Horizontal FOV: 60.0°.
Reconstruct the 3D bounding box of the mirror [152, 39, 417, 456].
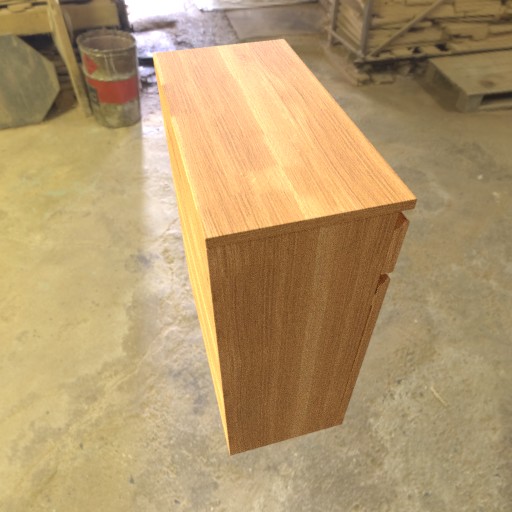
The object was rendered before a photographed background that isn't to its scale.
[{"bbox_3d":[0.000,0.000,1.410,0.400,1.000,0.800,-11,47,-11],"label":"mirror"}]
